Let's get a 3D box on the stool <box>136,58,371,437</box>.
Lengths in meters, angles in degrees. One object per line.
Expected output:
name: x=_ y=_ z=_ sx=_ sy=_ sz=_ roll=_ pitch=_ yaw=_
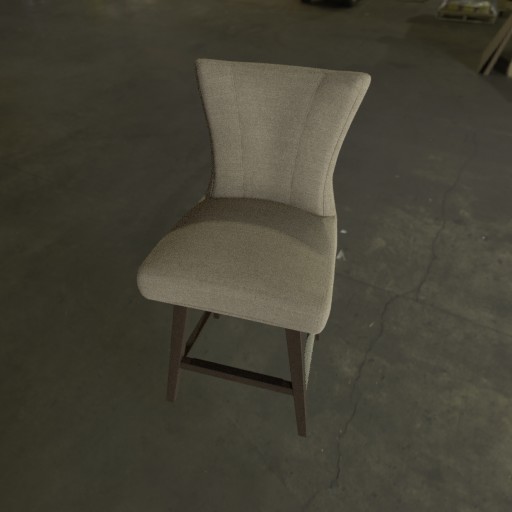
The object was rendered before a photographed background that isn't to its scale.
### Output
stool: x=0.000 y=0.000 z=1.373 sx=0.514 sy=1.000 sz=0.574 roll=10 pitch=41 yaw=12
